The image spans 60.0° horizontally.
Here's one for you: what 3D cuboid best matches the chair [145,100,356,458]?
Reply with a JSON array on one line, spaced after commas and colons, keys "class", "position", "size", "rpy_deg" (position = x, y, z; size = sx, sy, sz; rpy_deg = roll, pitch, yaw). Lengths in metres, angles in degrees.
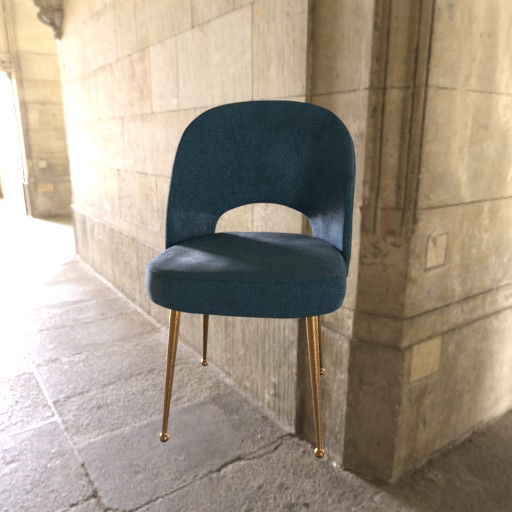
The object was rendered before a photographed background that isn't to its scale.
[{"class": "chair", "position": [0.000, 0.000, 1.226], "size": [0.527, 0.860, 0.577], "rpy_deg": [2, 15, 8]}]
